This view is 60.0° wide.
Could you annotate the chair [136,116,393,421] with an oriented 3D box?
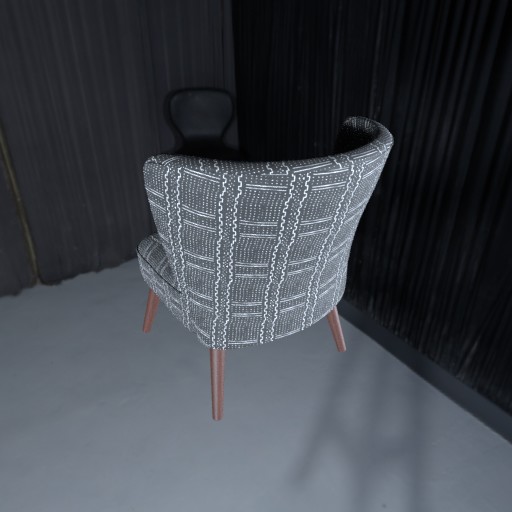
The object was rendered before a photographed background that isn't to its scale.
[{"bbox_3d":[0.000,0.000,1.444,0.710,0.866,0.758,-20,36,-29],"label":"chair"}]
